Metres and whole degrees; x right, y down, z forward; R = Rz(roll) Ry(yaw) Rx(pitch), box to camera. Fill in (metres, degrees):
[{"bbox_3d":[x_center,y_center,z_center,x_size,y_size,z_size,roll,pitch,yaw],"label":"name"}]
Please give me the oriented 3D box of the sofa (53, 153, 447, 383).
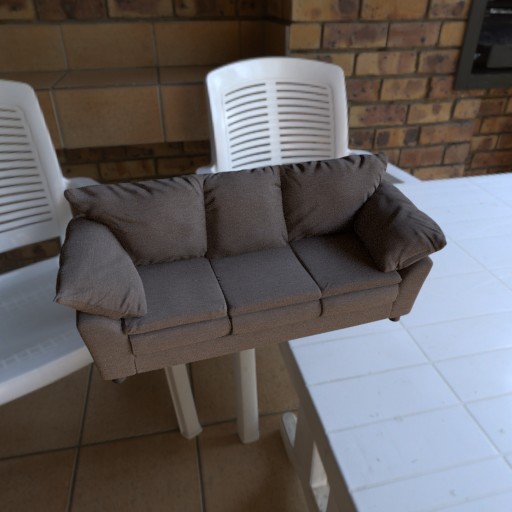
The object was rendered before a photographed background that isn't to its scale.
[{"bbox_3d":[0.000,0.000,2.959,2.390,1.043,0.927,-9,32,-15],"label":"sofa"}]
